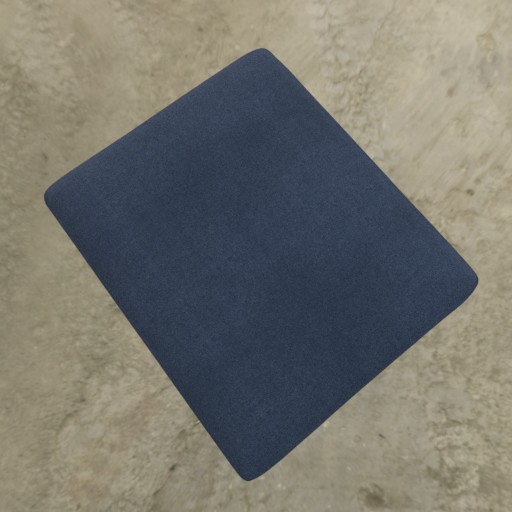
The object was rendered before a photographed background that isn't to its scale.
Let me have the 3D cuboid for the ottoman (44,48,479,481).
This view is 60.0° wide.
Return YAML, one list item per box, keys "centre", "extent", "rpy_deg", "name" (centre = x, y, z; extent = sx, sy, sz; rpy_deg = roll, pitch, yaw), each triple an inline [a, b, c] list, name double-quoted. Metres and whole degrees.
- centre: [0.000, 0.000, 1.195]
  extent: [0.693, 0.474, 0.821]
  rpy_deg: [-37, 78, -9]
  name: "ottoman"
